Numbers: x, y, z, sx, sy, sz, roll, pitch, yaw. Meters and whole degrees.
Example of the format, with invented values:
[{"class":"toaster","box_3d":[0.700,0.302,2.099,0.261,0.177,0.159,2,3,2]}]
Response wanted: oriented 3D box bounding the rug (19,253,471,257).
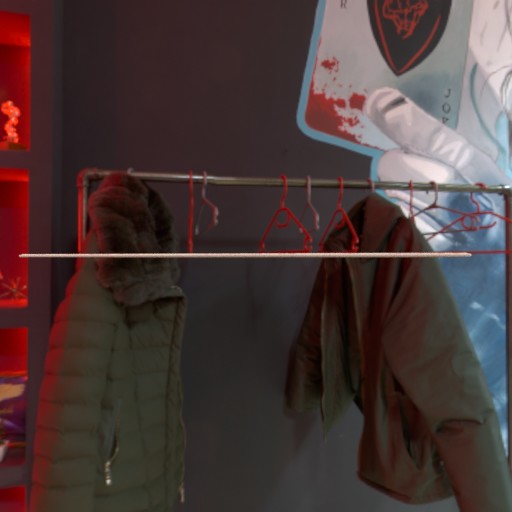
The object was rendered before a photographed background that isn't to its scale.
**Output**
[{"class":"rug","box_3d":[0.000,0.000,2.276,1.839,0.012,1.219,0,0,18]}]
